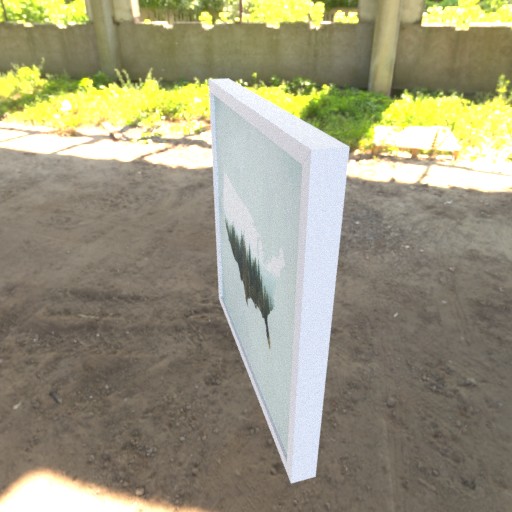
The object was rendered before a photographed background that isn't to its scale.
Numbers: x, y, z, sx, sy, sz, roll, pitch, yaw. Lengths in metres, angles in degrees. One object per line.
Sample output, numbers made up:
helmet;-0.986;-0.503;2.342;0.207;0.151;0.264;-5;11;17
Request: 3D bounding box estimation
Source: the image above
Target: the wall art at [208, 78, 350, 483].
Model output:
wall art;0.000;0.000;0.457;0.024;0.304;0.304;-8;30;-14
